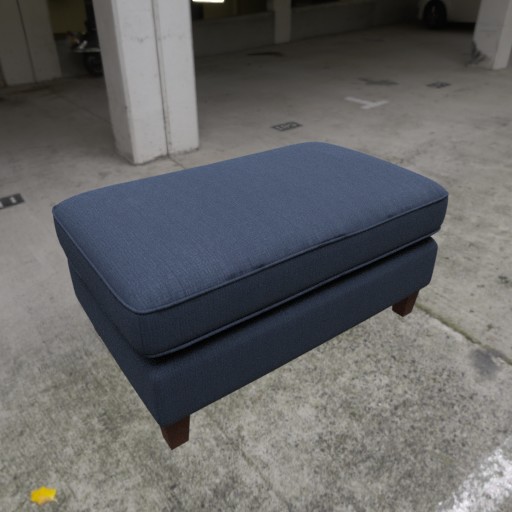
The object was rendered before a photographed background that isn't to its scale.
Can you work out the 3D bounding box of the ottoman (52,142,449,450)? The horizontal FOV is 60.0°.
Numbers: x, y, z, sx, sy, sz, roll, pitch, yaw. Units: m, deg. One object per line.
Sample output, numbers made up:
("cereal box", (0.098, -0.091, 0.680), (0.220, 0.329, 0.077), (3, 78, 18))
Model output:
("ottoman", (0.000, 0.000, 1.199), (0.885, 0.438, 0.570), (-20, 36, -30))
